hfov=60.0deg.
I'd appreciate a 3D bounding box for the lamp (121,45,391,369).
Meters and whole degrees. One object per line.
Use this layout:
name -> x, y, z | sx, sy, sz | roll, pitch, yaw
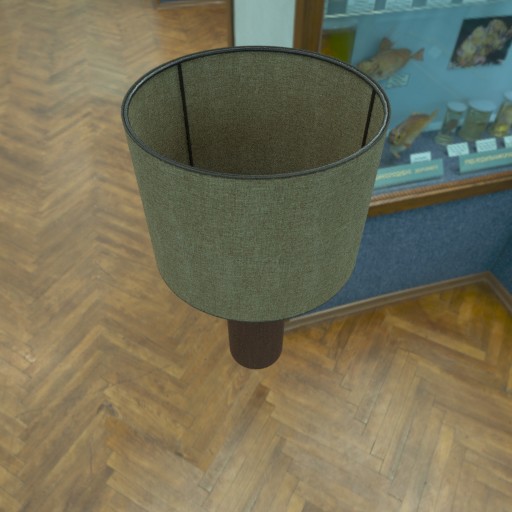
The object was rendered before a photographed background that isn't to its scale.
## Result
lamp -> 0.000, 0.000, 0.465 | 0.202, 0.350, 0.202 | 0, 46, 0
